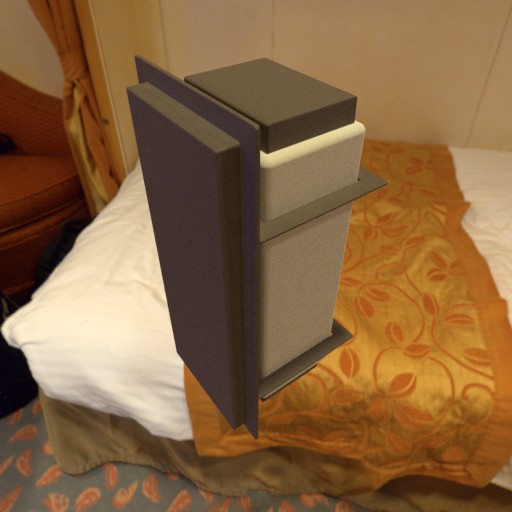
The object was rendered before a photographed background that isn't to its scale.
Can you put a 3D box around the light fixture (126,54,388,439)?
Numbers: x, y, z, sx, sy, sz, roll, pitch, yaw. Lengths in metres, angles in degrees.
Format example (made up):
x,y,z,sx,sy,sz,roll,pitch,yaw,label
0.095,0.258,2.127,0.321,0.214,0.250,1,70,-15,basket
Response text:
x,y,z,sx,sy,sz,roll,pitch,yaw,label
0.000,0.000,0.421,0.146,0.347,0.153,-26,47,-27,light fixture
